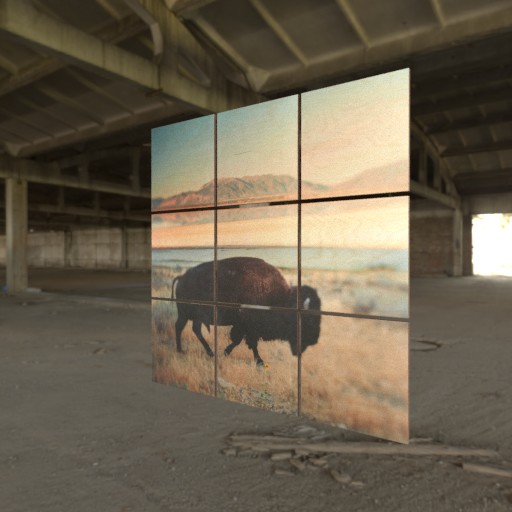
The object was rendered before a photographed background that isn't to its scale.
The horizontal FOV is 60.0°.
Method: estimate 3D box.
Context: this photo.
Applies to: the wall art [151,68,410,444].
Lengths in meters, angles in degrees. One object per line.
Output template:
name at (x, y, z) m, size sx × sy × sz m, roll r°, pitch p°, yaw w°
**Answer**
wall art at (0.000, 0.000, 1.793) m, size 1.221 × 1.218 × 0.019 m, roll 0°, pitch 0°, yaw 35°
